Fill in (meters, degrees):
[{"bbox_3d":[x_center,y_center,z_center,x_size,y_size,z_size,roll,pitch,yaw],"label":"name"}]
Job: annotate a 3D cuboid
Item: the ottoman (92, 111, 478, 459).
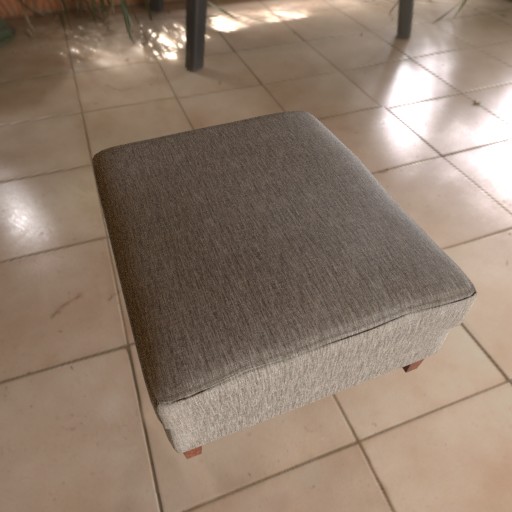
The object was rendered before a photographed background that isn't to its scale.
[{"bbox_3d":[0.000,0.000,1.439,0.839,0.492,0.994,-16,49,-15],"label":"ottoman"}]
